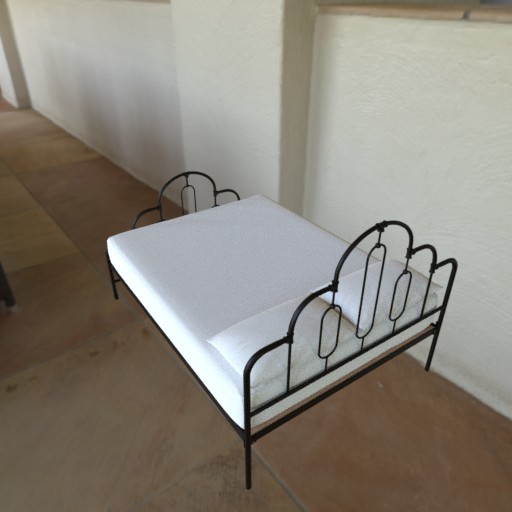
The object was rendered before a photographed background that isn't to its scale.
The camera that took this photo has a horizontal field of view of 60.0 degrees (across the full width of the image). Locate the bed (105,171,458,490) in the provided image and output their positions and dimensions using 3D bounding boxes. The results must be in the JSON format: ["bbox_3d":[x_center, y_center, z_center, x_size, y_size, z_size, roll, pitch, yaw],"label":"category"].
[{"bbox_3d":[0.000,0.000,3.272,1.626,1.444,2.181,-20,36,-29],"label":"bed"}]
